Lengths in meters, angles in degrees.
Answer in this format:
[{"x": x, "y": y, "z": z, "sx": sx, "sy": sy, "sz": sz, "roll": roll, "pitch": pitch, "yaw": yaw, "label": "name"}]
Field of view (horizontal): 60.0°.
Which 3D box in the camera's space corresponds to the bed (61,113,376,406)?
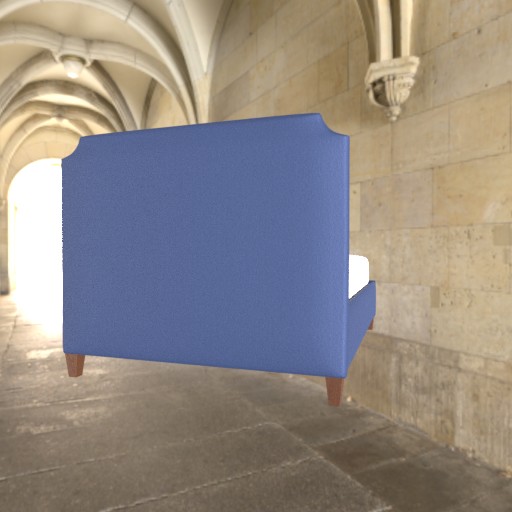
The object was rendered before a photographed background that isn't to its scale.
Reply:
[{"x": 0.000, "y": 0.000, "z": 3.482, "sx": 1.712, "sy": 1.443, "sz": 2.372, "roll": 0, "pitch": 1, "yaw": 19, "label": "bed"}]
